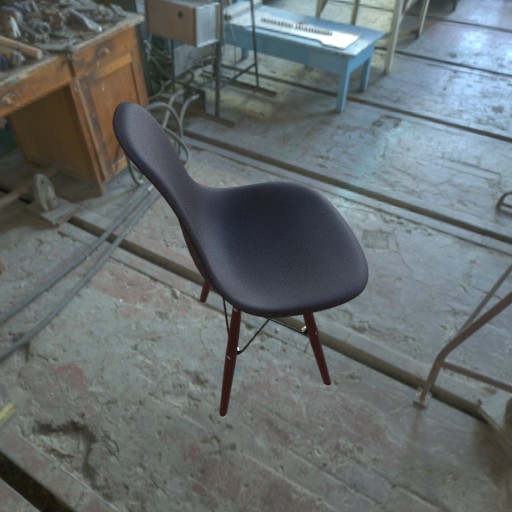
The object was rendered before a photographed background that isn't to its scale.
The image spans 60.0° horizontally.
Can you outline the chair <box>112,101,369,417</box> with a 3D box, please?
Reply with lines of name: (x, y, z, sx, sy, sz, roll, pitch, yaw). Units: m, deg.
chair: (0.000, 0.000, 1.141, 0.533, 0.826, 0.470, -11, 47, -10)
